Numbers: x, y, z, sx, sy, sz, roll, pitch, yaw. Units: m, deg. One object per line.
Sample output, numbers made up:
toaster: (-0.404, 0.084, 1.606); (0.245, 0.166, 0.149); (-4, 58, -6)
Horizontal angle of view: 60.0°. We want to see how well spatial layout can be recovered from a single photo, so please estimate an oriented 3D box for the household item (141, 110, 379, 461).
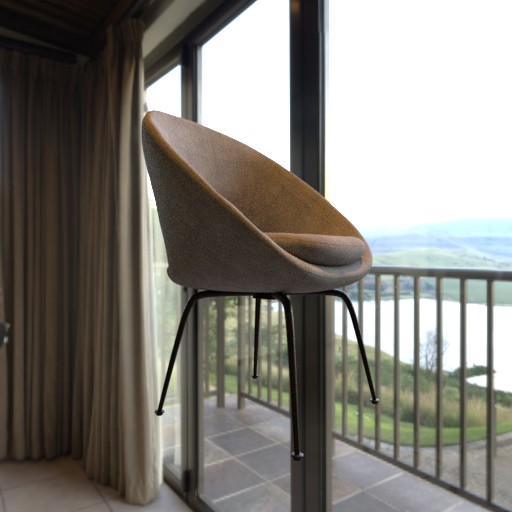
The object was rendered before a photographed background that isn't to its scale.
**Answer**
household item: (0.000, 0.000, 1.279); (0.587, 0.869, 0.643); (0, 1, 36)
